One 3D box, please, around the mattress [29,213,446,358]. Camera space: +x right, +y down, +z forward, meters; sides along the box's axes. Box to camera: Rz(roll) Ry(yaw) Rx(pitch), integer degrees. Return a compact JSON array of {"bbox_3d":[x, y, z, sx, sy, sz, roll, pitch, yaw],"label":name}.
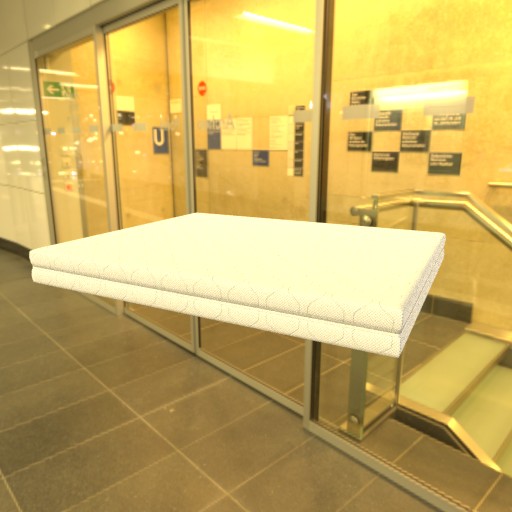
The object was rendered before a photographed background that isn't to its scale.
[{"bbox_3d":[0.000,0.000,2.702,2.000,0.200,1.600,7,16,27],"label":"mattress"}]
